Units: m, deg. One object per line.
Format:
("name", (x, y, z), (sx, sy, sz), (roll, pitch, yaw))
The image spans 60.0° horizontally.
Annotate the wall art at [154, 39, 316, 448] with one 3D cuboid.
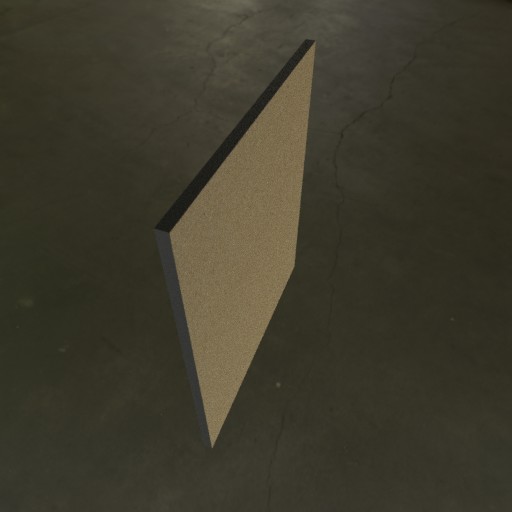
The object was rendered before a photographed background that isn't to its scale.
("wall art", (0.000, 0.000, 1.206), (0.028, 0.863, 0.755), (16, 49, 15))
